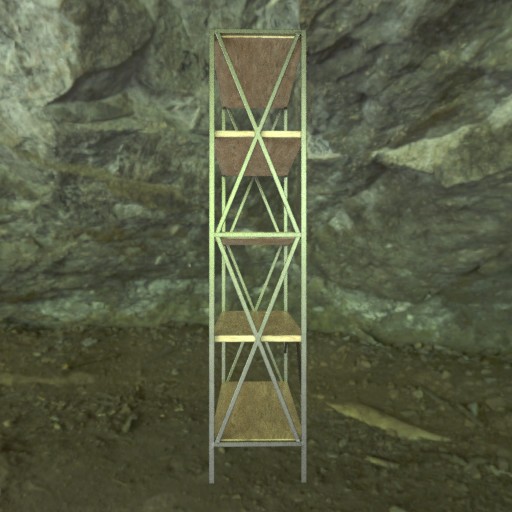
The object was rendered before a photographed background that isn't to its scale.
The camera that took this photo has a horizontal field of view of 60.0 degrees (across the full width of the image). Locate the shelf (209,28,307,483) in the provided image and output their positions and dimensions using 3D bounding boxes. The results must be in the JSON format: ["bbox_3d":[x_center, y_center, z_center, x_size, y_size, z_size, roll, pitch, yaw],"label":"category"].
[{"bbox_3d":[0.000,0.000,2.197,0.386,1.803,0.874,0,0,-1],"label":"shelf"}]
